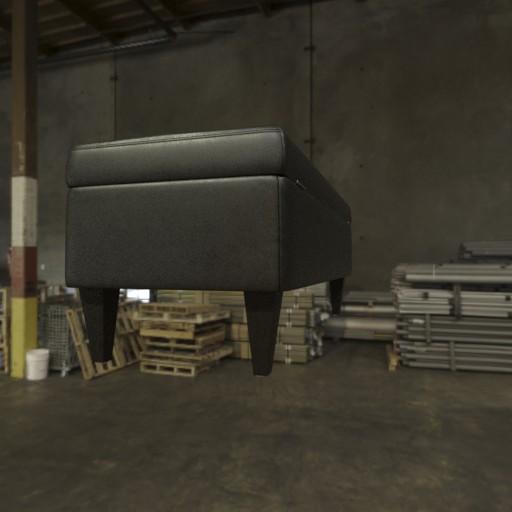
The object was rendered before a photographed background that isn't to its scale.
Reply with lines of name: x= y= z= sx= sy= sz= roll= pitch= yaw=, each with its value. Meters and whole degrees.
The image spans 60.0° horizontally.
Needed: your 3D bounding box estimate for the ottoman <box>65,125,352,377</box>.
ottoman: x=0.000 y=0.000 z=1.380 sx=0.482 sy=0.469 sz=1.151 roll=0 pitch=-1 yaw=18
